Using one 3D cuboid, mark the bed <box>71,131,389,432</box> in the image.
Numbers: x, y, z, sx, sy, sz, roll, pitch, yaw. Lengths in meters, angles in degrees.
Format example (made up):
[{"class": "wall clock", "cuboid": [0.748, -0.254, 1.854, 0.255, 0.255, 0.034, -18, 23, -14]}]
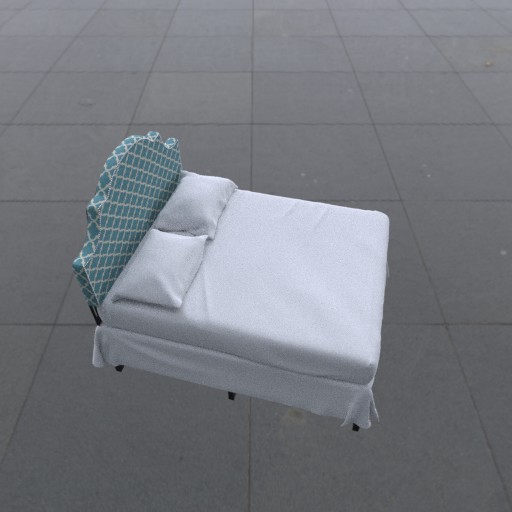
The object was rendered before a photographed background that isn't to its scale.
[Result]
[{"class": "bed", "cuboid": [0.000, 0.000, 3.426, 2.222, 1.633, 1.780, 11, 46, 10]}]
